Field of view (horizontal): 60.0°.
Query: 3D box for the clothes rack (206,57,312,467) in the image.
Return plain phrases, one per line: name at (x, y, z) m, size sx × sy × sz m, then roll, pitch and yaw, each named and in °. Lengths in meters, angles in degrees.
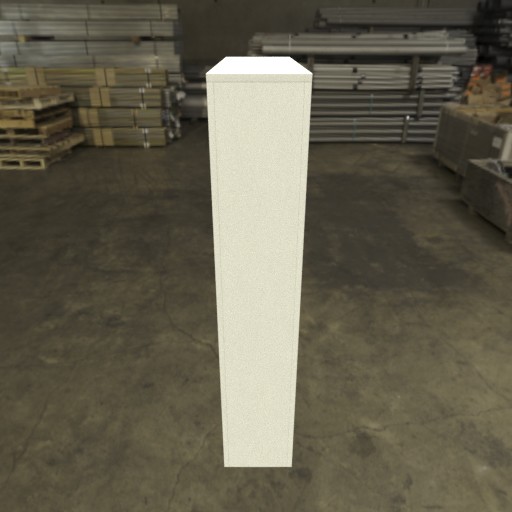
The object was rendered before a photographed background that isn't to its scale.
clothes rack at (0.000, 0.000, 1.602) m, size 0.250 × 1.280 × 0.750 m, roll 0°, pitch 27°, yaw 0°
